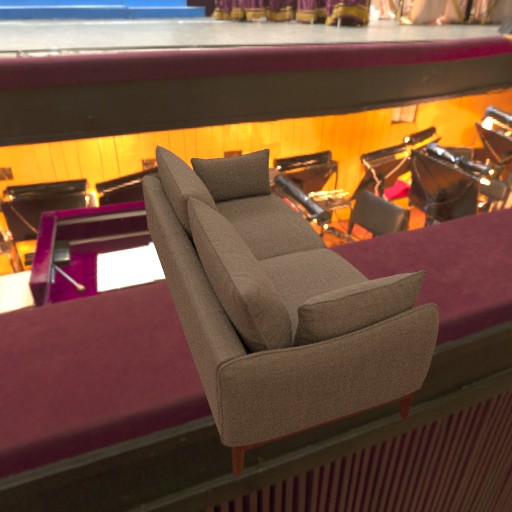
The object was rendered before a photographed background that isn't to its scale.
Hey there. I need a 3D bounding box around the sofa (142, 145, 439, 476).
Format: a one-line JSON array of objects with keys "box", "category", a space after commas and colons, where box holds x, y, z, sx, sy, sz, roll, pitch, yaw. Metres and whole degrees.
[{"box": [0.000, 0.000, 2.477, 0.972, 0.851, 1.989, -11, 33, -17], "category": "sofa"}]
